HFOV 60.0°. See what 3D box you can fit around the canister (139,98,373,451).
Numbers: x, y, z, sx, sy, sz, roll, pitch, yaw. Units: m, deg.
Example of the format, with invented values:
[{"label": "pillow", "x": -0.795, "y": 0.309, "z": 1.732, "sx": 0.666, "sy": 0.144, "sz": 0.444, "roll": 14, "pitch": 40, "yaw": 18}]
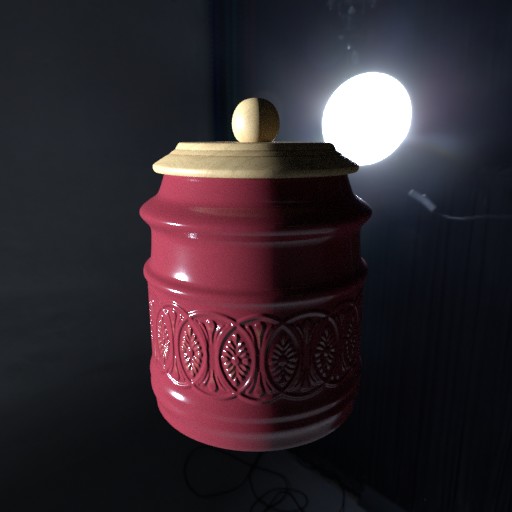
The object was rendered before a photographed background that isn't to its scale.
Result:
[{"label": "canister", "x": 0.000, "y": 0.000, "z": 0.262, "sx": 0.130, "sy": 0.176, "sz": 0.130, "roll": 0, "pitch": 15, "yaw": 0}]
